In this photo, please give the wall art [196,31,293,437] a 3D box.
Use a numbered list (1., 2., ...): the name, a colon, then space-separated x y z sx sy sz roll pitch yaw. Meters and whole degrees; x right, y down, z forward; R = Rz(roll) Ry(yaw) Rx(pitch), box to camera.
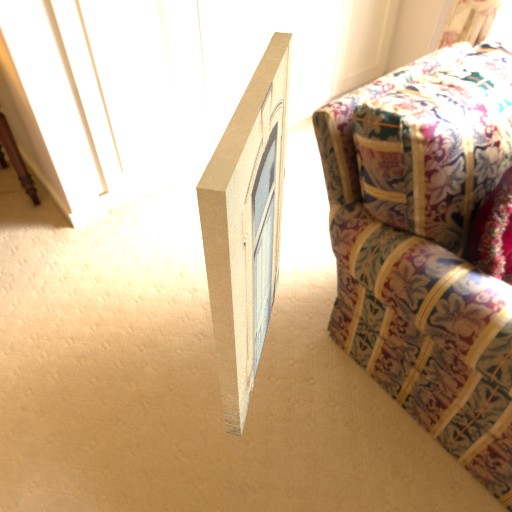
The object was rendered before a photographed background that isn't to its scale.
1. wall art: 0.000 0.000 0.985 0.038 0.764 0.508 9 48 9
